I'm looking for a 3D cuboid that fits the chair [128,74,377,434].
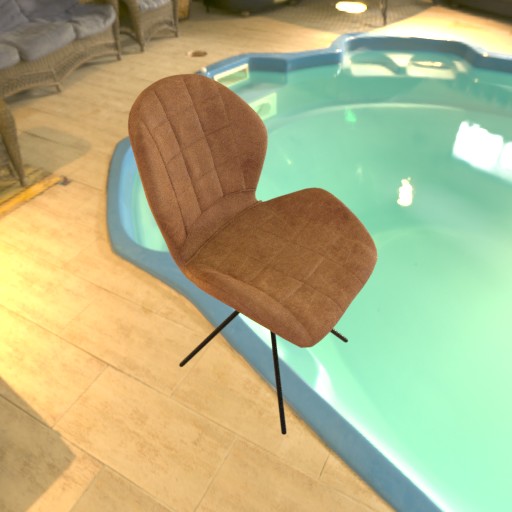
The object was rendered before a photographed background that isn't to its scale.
[{"bbox_3d":[0.000,0.000,1.332,0.640,0.929,0.527,25,48,25],"label":"chair"}]
